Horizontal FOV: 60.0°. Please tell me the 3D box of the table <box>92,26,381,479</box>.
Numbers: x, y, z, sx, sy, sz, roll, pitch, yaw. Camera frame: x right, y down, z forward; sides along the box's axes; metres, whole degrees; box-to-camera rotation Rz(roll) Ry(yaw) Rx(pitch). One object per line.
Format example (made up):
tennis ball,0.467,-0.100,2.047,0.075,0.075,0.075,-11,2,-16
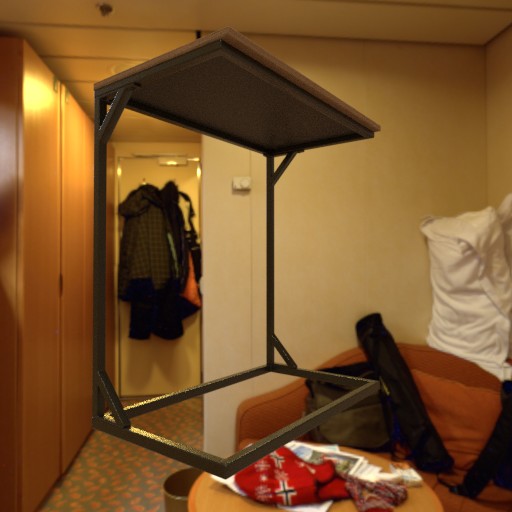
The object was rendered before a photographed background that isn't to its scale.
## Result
table,0.000,0.000,0.998,0.351,0.673,0.597,-1,-1,37
